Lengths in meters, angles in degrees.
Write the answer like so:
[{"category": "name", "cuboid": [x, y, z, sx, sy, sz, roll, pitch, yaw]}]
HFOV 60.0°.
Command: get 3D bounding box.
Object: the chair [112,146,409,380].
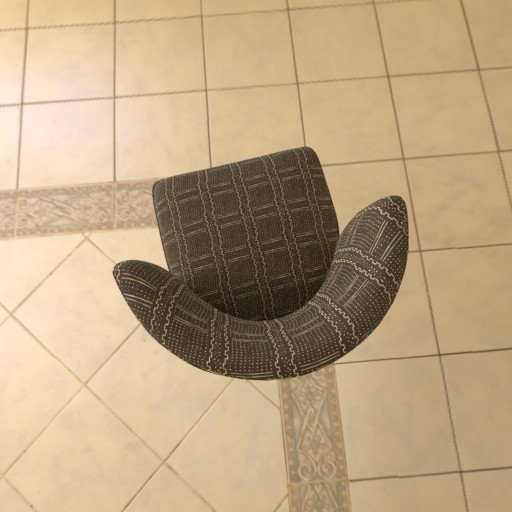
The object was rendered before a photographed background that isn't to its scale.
[{"category": "chair", "cuboid": [0.000, 0.000, 1.430, 0.710, 0.866, 0.758, -14, 76, -3]}]
